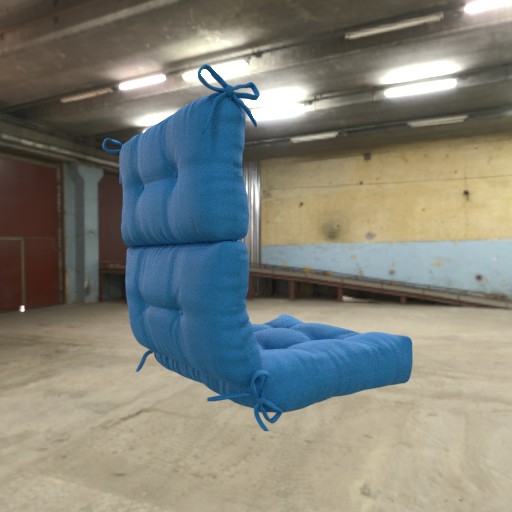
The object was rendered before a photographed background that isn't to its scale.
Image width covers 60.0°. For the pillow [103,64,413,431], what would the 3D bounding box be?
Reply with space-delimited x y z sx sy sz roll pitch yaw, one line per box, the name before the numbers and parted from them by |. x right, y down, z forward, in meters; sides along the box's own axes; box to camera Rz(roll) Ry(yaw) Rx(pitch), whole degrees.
pillow | 0.000 0.000 1.041 0.571 0.605 0.519 0 0 -36
